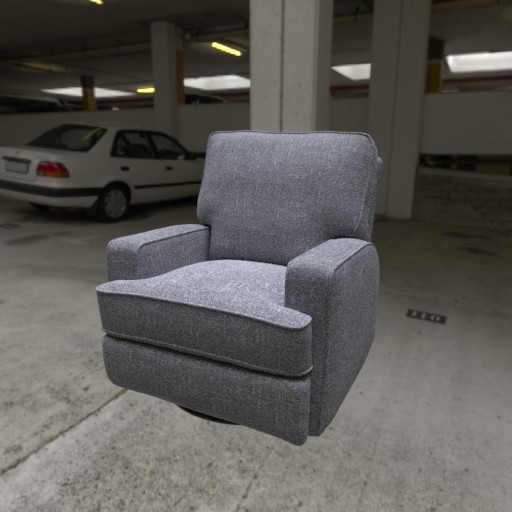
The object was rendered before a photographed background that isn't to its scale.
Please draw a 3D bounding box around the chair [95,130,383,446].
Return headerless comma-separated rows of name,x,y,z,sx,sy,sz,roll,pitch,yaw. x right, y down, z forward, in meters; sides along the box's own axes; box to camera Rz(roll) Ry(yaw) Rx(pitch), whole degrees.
chair,0.000,0.000,1.723,0.861,0.962,0.964,7,16,26
